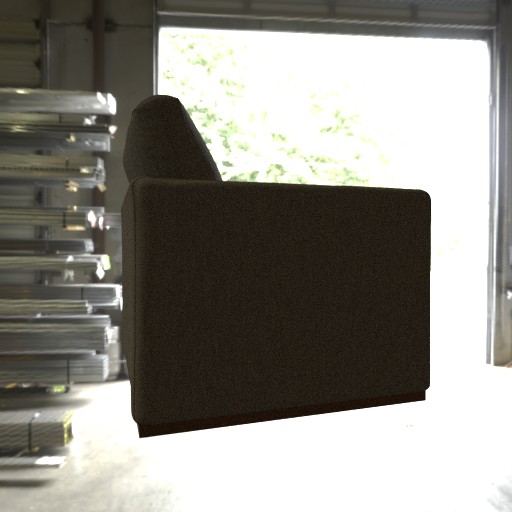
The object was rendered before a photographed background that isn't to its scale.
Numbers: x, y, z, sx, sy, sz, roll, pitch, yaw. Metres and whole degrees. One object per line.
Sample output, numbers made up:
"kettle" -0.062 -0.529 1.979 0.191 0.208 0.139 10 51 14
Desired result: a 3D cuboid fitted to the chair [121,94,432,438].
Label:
"chair" 0.000 0.000 1.463 0.834 0.811 0.763 0 1 -19
